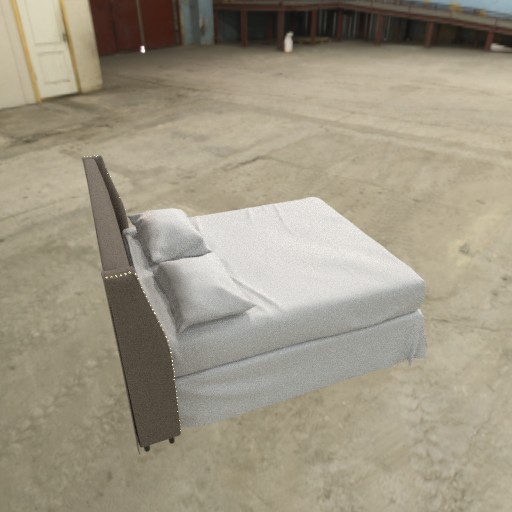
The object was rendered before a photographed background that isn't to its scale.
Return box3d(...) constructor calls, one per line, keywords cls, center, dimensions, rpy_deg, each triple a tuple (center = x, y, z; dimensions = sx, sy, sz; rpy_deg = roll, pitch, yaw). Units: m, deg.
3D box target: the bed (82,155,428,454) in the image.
box3d(cls="bed", center=(0.000, 0.000, 3.469), dimensions=(2.276, 1.332, 1.925), rpy_deg=(-11, 33, -18))
